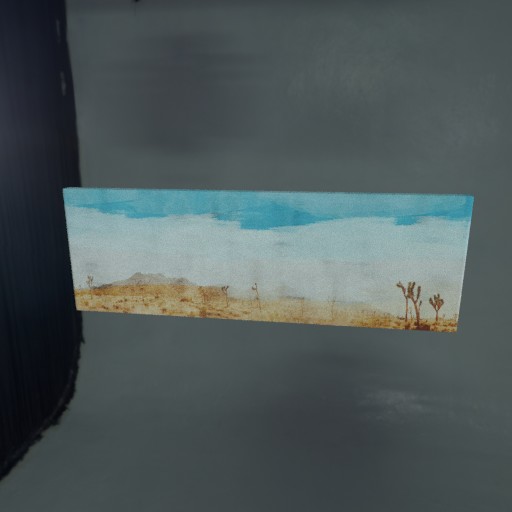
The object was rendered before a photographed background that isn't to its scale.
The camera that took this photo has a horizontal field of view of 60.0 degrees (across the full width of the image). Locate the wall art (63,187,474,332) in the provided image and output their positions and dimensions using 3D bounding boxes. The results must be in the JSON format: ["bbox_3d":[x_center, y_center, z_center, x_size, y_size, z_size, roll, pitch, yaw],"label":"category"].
[{"bbox_3d":[0.000,0.000,0.864,0.759,0.254,0.044,2,16,8],"label":"wall art"}]
